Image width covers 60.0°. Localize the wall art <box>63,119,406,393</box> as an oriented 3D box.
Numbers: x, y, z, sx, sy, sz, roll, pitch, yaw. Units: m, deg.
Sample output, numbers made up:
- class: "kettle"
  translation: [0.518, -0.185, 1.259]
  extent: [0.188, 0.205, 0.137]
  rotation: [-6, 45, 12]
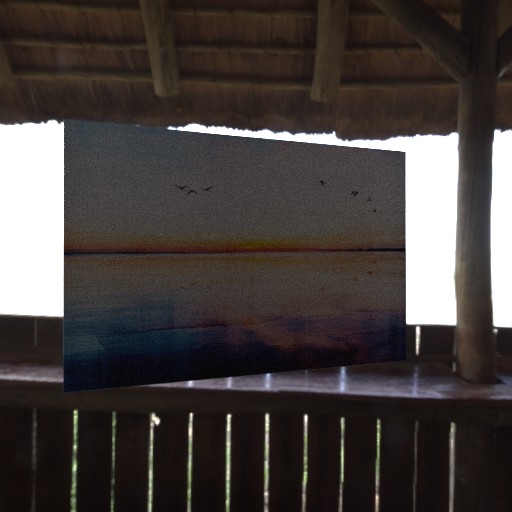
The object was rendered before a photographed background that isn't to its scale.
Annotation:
- class: "wall art"
  translation: [0.000, 0.000, 1.425]
  extent: [1.137, 0.756, 0.034]
  rotation: [0, 0, -19]
